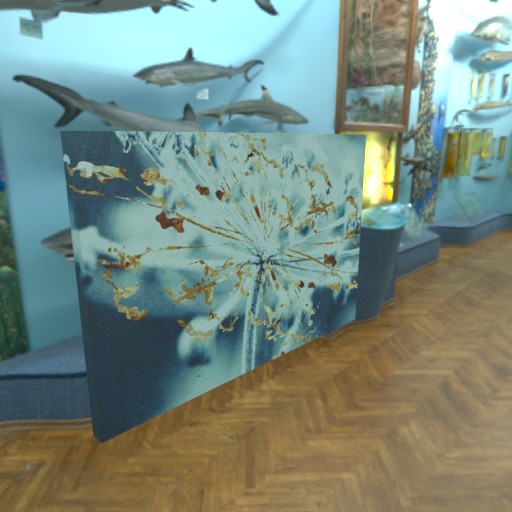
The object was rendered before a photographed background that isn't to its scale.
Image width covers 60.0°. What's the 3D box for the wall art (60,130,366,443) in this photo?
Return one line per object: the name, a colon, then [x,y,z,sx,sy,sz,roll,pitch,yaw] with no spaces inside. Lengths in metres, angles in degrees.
wall art: [0.000,0.000,1.140,0.912,0.608,0.038,-14,20,-43]
